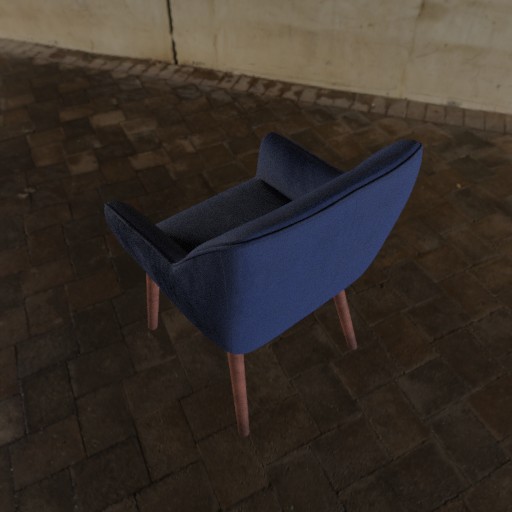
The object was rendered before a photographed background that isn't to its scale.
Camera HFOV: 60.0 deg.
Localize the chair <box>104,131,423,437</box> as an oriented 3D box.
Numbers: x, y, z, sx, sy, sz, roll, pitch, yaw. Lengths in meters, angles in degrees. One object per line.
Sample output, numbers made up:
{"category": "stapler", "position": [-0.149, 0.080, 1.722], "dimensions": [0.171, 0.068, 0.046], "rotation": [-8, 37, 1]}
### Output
{"category": "chair", "position": [0.000, 0.000, 1.260], "dimensions": [0.600, 0.820, 0.600], "rotation": [-30, 53, -26]}
